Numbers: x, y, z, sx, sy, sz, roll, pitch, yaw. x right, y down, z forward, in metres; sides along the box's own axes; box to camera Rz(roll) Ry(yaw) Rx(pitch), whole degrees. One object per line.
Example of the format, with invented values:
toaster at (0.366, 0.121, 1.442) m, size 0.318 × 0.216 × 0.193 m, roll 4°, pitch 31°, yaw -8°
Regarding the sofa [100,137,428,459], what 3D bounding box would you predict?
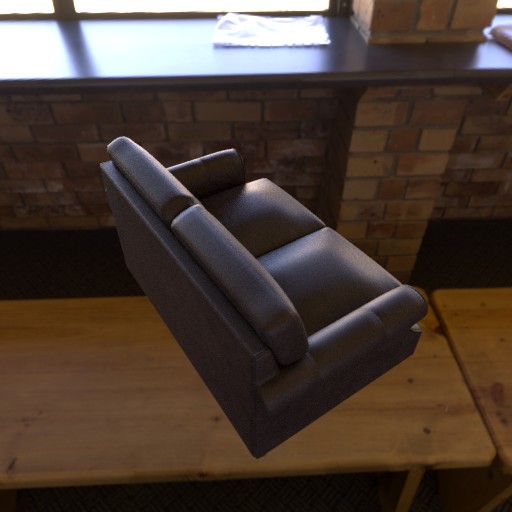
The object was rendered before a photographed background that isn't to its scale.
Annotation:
sofa at (0.000, 0.000, 2.366) m, size 1.030 × 0.979 × 1.663 m, roll -24°, pitch 47°, yaw -24°
